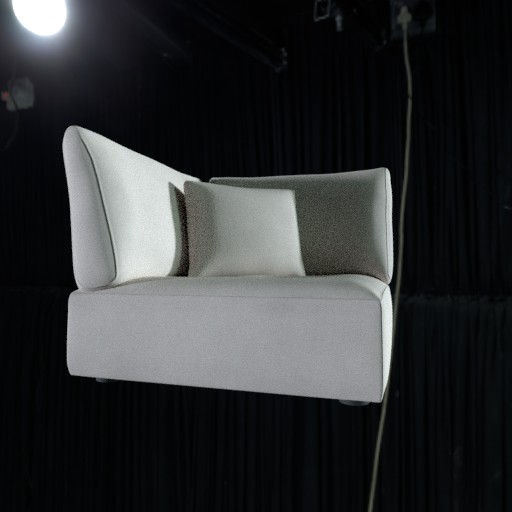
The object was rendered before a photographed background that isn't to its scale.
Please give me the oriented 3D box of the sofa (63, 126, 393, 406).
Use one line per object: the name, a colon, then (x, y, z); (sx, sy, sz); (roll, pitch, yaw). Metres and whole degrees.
sofa: (0.000, 0.000, 1.701); (1.000, 0.820, 1.000); (0, -1, 18)
